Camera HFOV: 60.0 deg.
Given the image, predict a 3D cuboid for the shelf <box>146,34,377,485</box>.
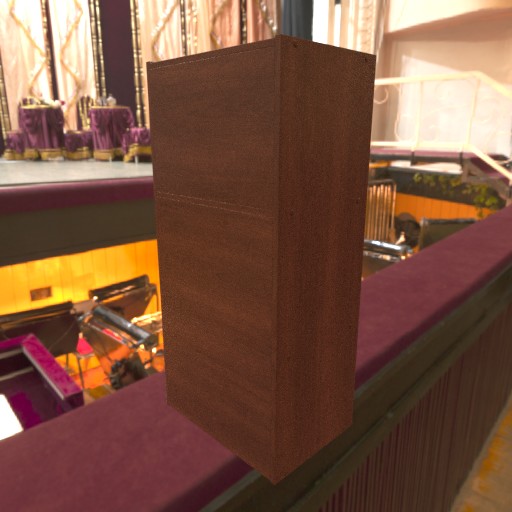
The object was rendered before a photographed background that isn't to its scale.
[{"bbox_3d":[0.000,0.000,1.069,0.290,0.879,0.414,-15,21,-42],"label":"shelf"}]
